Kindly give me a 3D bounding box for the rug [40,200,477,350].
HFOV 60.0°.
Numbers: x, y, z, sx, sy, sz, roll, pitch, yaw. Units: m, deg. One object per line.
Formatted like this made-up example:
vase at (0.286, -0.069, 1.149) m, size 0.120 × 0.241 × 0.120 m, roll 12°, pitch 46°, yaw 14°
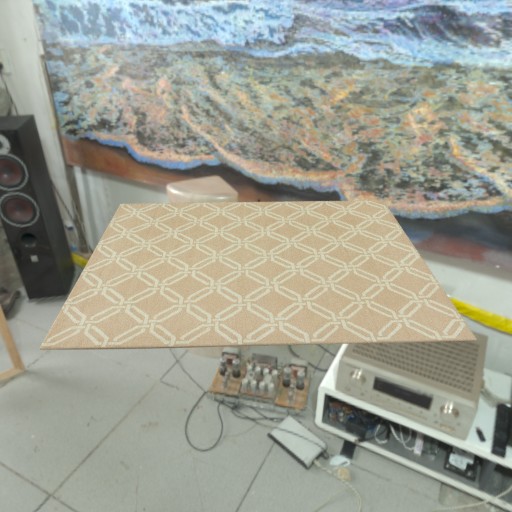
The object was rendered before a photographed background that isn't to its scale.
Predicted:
rug at (0.000, 0.000, 3.904) m, size 2.895 × 0.018 × 2.288 m, roll -1°, pitch 31°, yaw -1°
